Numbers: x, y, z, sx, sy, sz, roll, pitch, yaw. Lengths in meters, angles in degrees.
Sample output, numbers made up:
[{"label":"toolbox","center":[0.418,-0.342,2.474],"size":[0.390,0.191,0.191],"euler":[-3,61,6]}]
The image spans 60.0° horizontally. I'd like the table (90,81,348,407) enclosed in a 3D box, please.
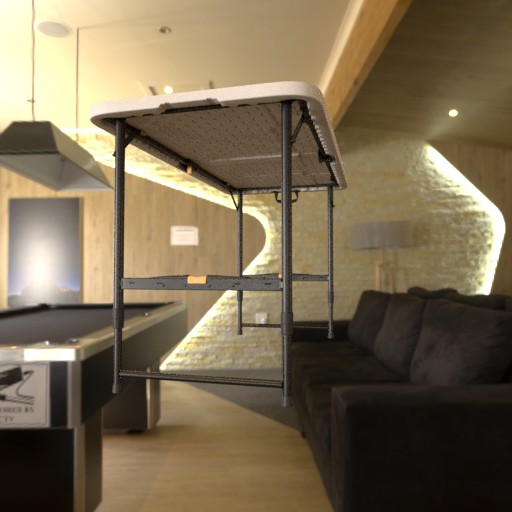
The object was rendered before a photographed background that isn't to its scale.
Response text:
[{"label":"table","center":[0.000,0.000,1.632],"size":[0.611,0.737,1.245],"euler":[-1,-2,15]}]
